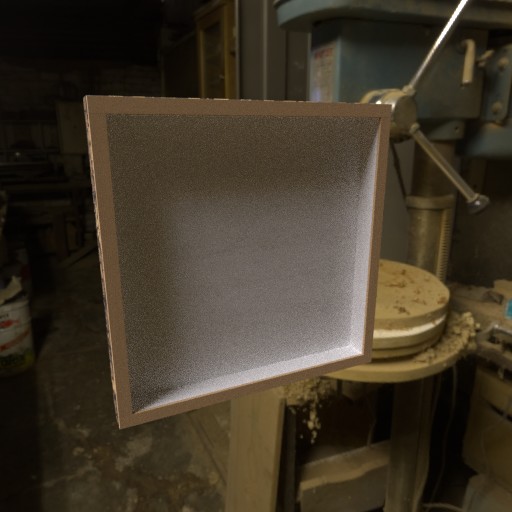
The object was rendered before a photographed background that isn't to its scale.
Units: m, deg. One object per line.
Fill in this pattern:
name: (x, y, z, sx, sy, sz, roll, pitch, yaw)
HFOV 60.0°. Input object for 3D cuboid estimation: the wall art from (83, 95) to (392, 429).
wall art: (0.000, 0.000, 0.612, 0.405, 0.405, 0.038, -7, 18, -24)
